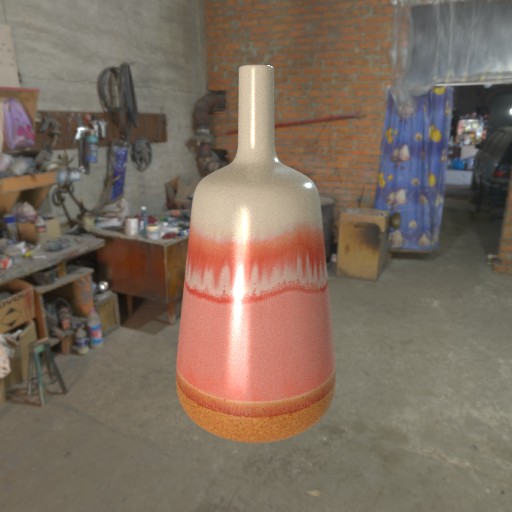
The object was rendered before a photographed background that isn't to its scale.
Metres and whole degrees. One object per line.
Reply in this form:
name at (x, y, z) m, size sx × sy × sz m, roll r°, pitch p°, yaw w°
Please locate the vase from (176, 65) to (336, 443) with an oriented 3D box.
vase at (0.000, 0.000, 0.375) m, size 0.144 × 0.296 × 0.144 m, roll 0°, pitch 16°, yaw 0°
